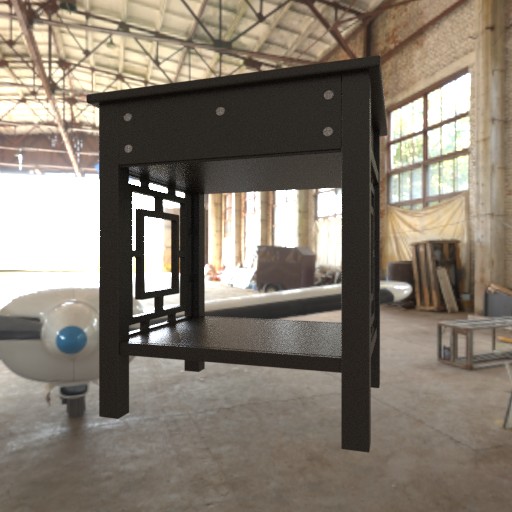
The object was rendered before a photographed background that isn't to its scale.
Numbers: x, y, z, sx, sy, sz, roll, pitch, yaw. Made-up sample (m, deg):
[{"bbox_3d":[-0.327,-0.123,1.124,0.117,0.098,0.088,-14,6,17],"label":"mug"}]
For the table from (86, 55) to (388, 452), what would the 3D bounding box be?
[{"bbox_3d":[0.000,0.000,1.010,0.564,0.646,0.451,0,0,18],"label":"table"}]
